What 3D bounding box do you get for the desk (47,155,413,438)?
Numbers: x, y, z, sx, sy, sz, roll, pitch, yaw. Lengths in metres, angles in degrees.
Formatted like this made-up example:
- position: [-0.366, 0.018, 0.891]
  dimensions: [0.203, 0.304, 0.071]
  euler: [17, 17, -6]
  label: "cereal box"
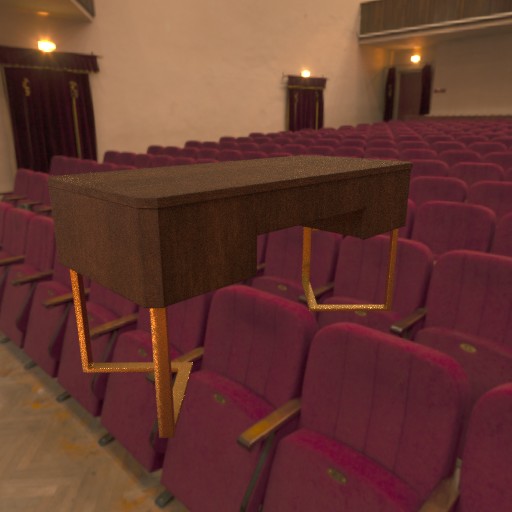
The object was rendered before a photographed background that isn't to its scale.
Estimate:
- position: [0.000, 0.000, 1.950]
  dimensions: [0.684, 0.762, 1.479]
  euler: [16, 23, 42]
  label: "desk"
